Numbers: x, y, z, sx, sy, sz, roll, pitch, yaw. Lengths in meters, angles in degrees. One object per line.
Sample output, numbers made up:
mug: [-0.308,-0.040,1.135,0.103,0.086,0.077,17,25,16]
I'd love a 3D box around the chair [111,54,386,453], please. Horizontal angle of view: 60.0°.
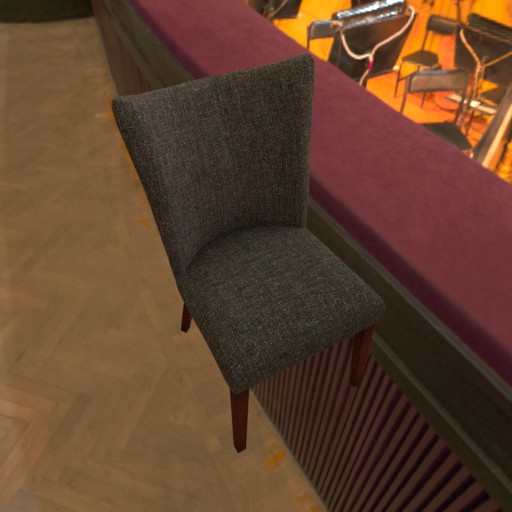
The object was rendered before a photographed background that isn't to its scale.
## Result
chair: [0.000,0.000,1.278,0.535,0.924,0.623,-22,49,-20]
